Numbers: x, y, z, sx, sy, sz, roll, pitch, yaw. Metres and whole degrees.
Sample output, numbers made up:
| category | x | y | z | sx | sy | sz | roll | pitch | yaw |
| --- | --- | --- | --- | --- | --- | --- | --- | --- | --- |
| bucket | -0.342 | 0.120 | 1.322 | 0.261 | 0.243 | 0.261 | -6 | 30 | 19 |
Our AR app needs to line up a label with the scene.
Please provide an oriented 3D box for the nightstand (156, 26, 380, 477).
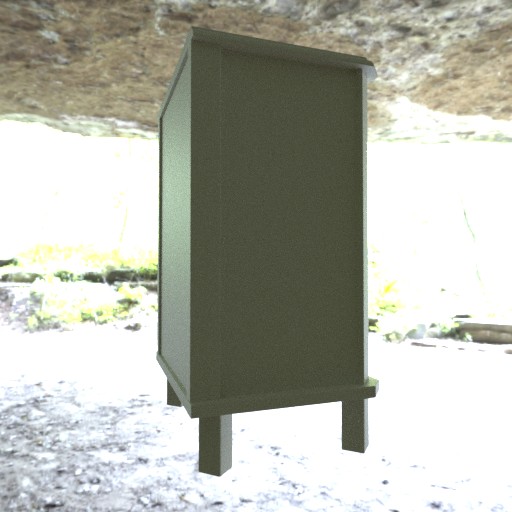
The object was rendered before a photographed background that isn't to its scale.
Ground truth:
| category | x | y | z | sx | sy | sz | roll | pitch | yaw |
| --- | --- | --- | --- | --- | --- | --- | --- | --- | --- |
| nightstand | 0.000 | 0.000 | 0.910 | 0.351 | 0.681 | 0.435 | 0 | -1 | -19 |
